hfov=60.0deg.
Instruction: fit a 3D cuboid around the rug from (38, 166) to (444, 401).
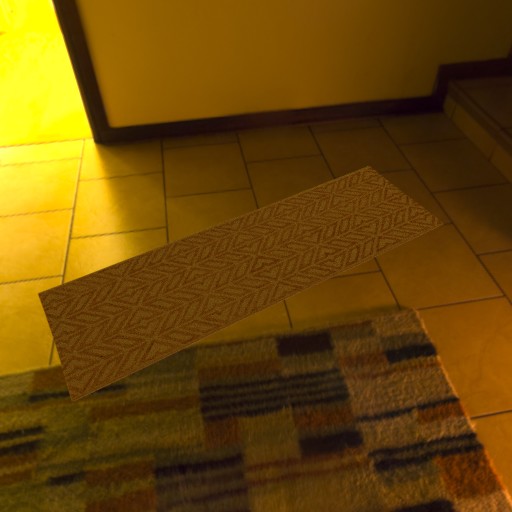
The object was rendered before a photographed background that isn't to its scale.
[{"bbox_3d":[0.000,0.000,2.719,2.435,0.009,0.750,-23,51,-20],"label":"rug"}]
